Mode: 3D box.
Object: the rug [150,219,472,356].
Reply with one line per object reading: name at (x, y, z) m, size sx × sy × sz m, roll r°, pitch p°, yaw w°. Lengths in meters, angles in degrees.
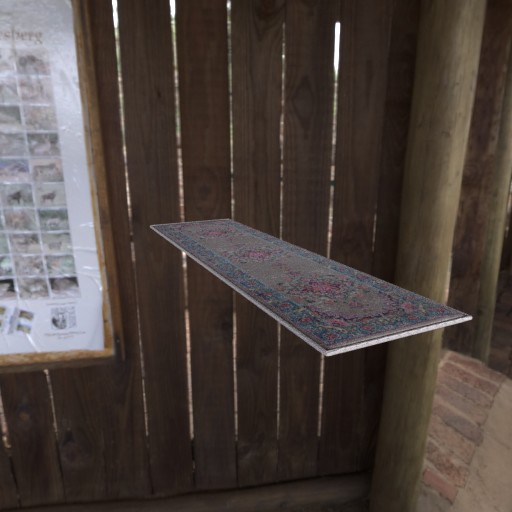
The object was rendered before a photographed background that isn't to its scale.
rug at (0.000, 0.000, 2.491) m, size 0.659 × 0.019 × 2.297 m, roll -7°, pitch 16°, yaw -25°
